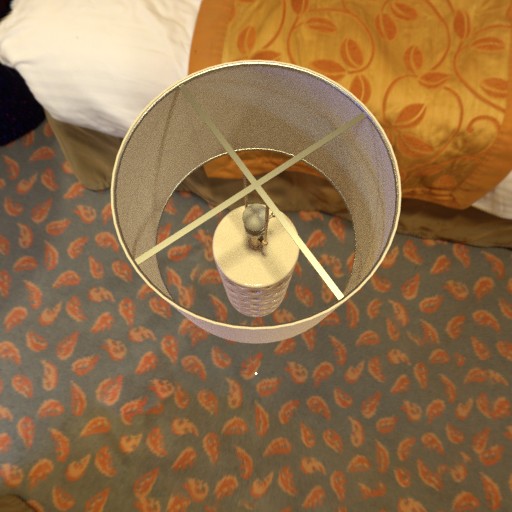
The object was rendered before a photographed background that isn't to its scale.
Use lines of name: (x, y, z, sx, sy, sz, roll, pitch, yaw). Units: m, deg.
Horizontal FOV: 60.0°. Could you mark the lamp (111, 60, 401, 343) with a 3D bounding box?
lamp: (0.000, 0.000, 0.805, 0.324, 0.636, 0.325, -34, 78, -8)
